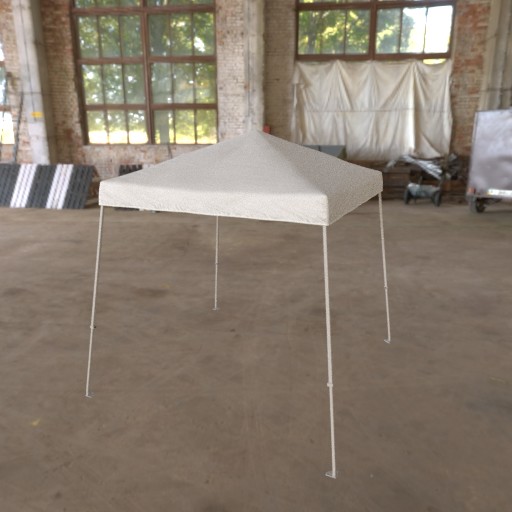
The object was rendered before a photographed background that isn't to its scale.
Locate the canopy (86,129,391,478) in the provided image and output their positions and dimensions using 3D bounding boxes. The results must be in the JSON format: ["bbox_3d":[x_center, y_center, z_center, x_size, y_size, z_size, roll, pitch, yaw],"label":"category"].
[{"bbox_3d":[0.000,0.000,5.194,2.848,2.849,2.849,7,17,24],"label":"canopy"}]
